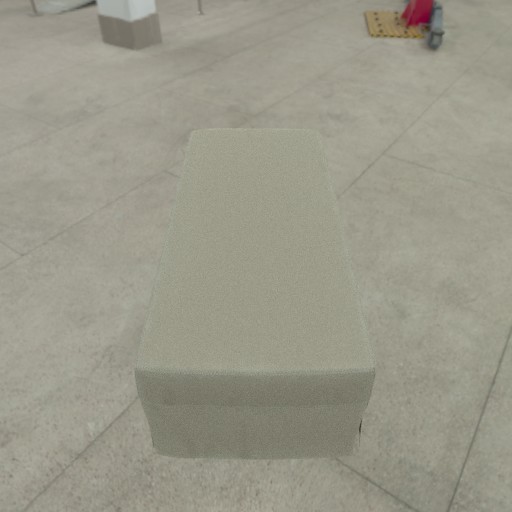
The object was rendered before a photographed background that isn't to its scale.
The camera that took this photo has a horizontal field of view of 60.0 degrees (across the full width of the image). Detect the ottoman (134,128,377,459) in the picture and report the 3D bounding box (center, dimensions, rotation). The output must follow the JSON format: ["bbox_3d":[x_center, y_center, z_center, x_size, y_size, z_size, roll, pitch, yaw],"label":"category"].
[{"bbox_3d":[0.000,0.000,1.738,0.665,0.457,1.388,0,41,0],"label":"ottoman"}]
